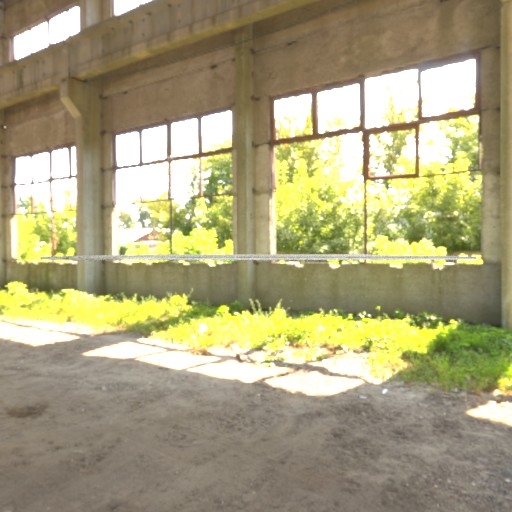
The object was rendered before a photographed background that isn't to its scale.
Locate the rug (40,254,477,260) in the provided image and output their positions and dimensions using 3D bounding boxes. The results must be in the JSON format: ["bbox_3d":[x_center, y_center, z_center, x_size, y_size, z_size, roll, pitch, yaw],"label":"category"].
[{"bbox_3d":[0.000,0.000,3.965,2.420,0.019,3.038,0,0,-1],"label":"rug"}]
